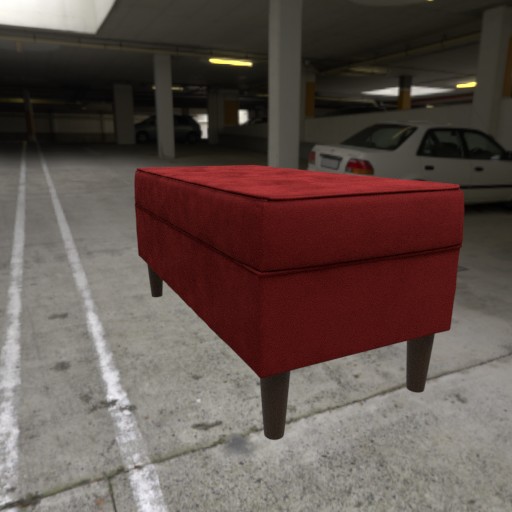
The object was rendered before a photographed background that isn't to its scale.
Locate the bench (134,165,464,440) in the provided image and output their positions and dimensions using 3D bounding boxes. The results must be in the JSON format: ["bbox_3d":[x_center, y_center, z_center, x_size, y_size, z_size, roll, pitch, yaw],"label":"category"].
[{"bbox_3d":[0.000,0.000,1.290,0.492,0.471,1.016,-7,16,-26],"label":"bench"}]
